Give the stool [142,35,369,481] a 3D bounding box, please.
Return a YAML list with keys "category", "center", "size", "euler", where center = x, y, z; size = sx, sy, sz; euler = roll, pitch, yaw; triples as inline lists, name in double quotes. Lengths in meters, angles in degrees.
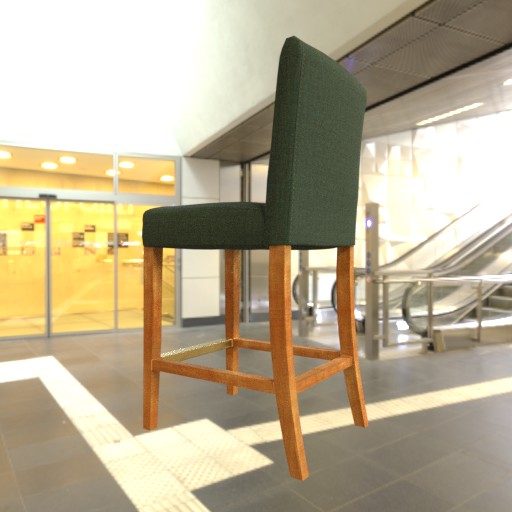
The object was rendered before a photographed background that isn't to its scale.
- category: "stool"
  center: [0.000, 0.000, 1.346]
  size: [0.567, 1.039, 0.454]
  euler: [0, 1, 35]
